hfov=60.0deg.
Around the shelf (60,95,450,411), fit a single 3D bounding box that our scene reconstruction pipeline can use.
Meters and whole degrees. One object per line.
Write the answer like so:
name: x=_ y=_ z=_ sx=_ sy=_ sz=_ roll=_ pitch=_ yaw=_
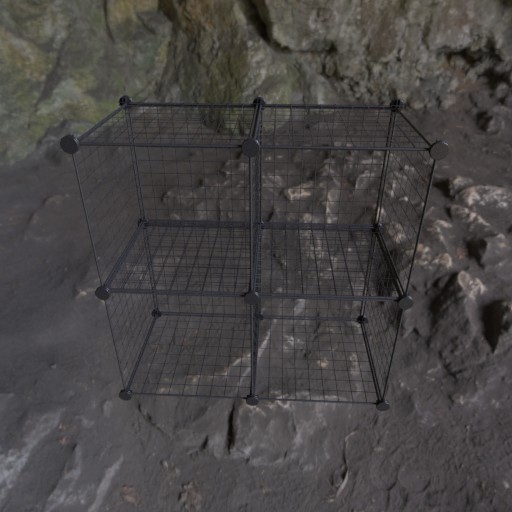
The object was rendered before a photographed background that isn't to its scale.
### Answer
shelf: x=0.000 y=0.000 z=1.137 sx=0.711 sy=0.711 sz=0.356 roll=2 pitch=31 yaw=3
